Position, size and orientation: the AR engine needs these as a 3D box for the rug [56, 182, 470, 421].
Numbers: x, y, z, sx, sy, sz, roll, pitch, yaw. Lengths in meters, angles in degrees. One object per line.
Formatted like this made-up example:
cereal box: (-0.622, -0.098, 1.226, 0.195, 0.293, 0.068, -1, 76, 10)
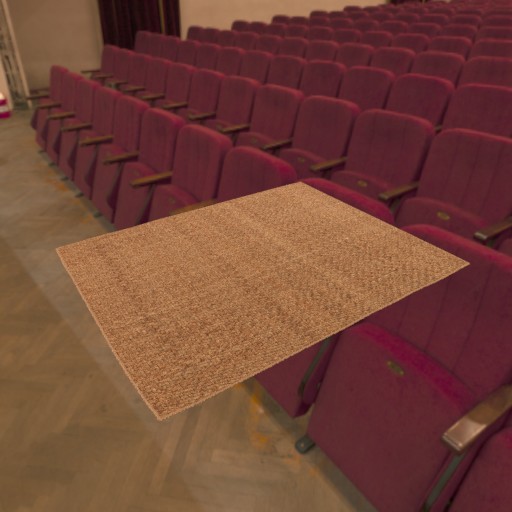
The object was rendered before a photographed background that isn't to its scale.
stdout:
rug: (0.000, 0.000, 4.105, 3.048, 0.013, 2.439, -19, 36, -29)
